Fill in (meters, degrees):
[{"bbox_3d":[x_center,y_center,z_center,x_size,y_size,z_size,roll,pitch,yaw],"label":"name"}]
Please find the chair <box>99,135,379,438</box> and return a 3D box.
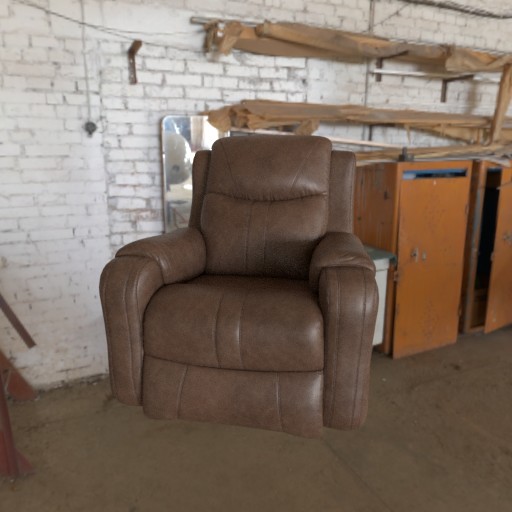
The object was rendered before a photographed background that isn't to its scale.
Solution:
[{"bbox_3d":[0.000,0.000,1.854,0.940,0.990,1.067,3,14,11],"label":"chair"}]
